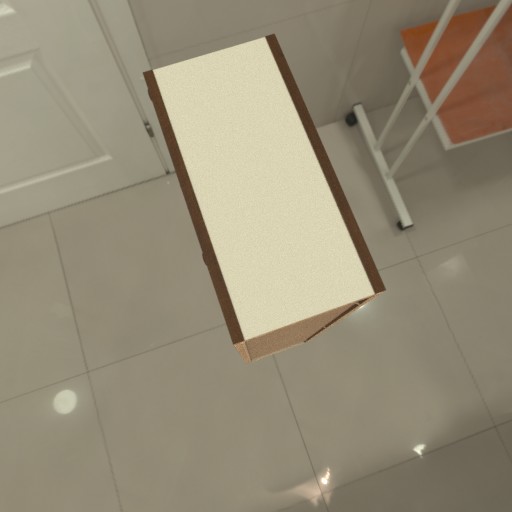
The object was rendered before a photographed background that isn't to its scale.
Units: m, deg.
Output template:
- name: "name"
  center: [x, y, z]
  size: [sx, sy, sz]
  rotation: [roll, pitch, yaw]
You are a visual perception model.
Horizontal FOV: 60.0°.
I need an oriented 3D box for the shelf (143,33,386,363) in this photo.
- name: "shelf"
  center: [0.000, 0.000, 0.712]
  size: [0.147, 0.600, 0.290]
  rotation: [-19, 76, -5]
